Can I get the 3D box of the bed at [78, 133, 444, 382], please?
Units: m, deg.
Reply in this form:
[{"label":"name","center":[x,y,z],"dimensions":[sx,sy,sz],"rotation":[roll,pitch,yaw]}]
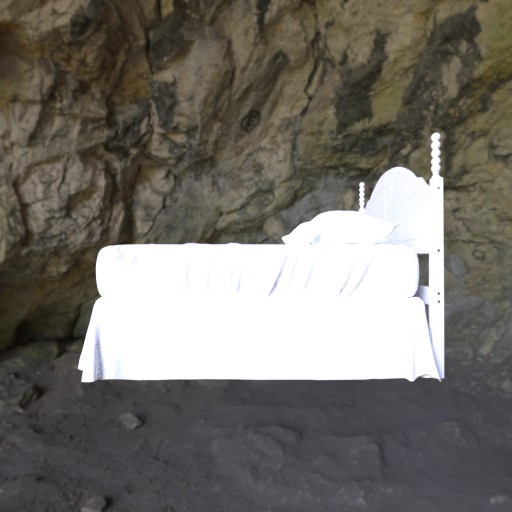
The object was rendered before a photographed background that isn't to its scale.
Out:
[{"label":"bed","center":[0.000,0.000,3.228],"dimensions":[2.040,1.356,1.873],"rotation":[0,0,-1]}]
